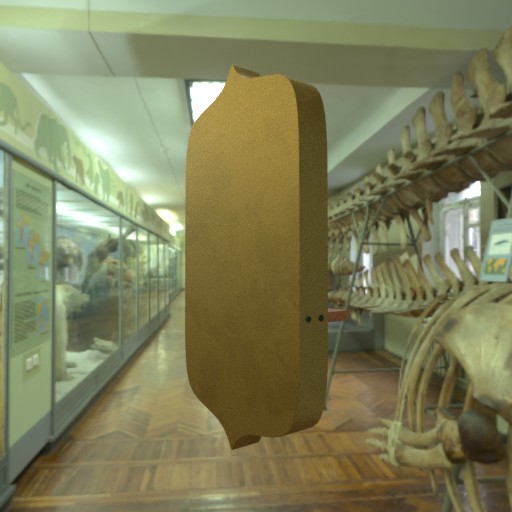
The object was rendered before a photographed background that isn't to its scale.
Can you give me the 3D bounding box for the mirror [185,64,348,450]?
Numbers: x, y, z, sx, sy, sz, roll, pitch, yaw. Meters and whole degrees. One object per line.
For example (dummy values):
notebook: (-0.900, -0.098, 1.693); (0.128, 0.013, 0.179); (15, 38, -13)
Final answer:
mirror: (0.000, 0.000, 0.732); (0.096, 0.613, 0.323); (1, -1, -36)
